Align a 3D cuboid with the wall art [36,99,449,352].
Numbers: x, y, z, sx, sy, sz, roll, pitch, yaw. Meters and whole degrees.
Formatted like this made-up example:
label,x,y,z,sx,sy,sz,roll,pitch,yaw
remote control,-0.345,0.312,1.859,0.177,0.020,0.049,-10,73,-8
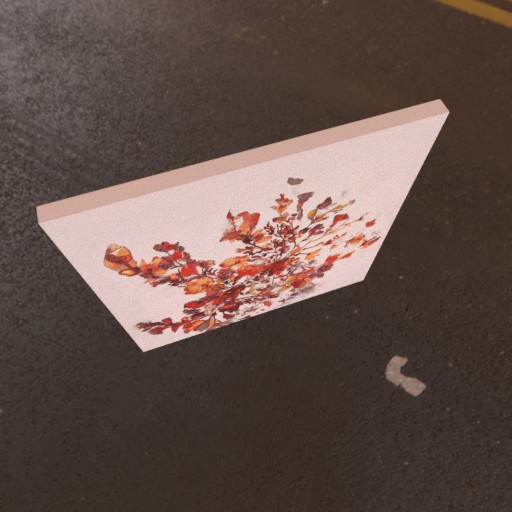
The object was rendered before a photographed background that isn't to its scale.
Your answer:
label,x,y,z,sx,sy,sz,roll,pitch,yaw
wall art,0.000,0.000,1.487,1.009,1.009,0.049,-17,64,-9
